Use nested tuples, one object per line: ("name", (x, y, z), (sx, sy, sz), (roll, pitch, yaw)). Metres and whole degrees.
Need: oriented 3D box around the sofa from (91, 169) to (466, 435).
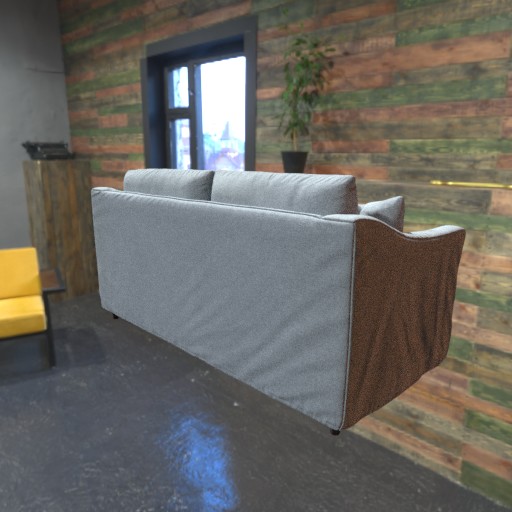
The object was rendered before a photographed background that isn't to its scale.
("sofa", (0.000, 0.000, 2.613), (2.010, 1.018, 1.072), (13, 18, 43))
